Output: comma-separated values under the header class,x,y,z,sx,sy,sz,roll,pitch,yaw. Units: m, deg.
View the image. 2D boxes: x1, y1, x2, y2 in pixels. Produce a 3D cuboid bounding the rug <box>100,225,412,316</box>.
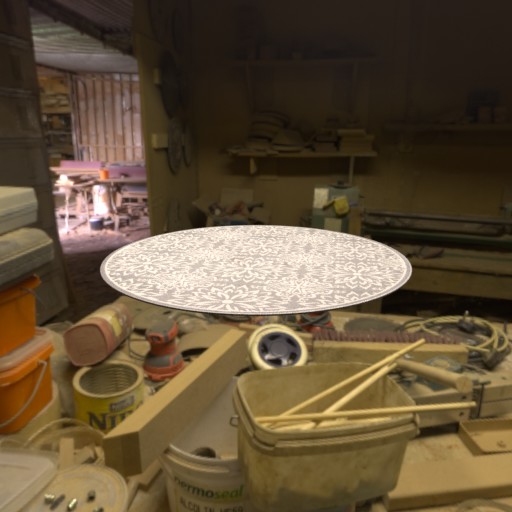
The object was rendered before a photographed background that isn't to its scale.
class,x,y,z,sx,sy,sz,roll,pitch,yaw
rug,0.000,0.000,2.387,1.593,0.012,1.593,0,16,0
